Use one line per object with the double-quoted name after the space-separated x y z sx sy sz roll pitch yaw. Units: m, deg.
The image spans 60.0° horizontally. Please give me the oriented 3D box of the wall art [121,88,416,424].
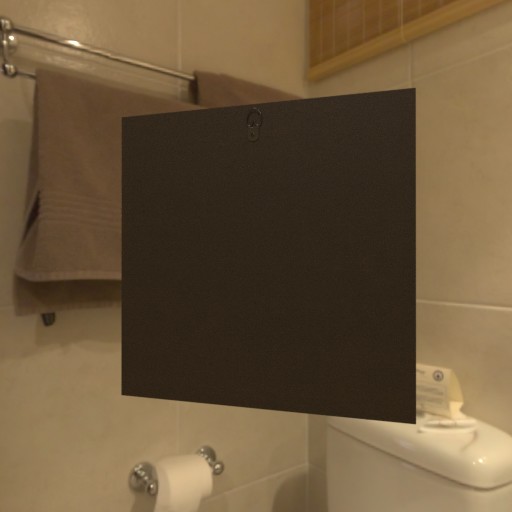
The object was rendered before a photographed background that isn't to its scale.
0.000 0.000 1.185 0.805 0.807 0.043 0 0 16 "wall art"
